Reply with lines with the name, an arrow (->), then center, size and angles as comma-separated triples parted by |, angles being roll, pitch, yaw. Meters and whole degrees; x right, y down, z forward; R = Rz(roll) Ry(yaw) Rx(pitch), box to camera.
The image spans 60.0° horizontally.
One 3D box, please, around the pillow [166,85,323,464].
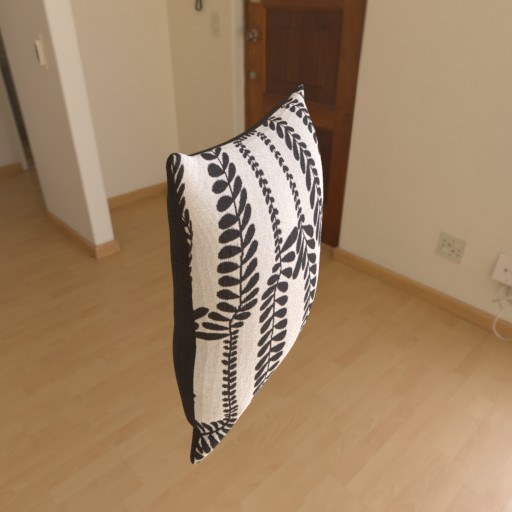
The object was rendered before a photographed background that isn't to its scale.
pillow -> 0.000, 0.000, 0.677 | 0.182, 0.441, 0.440 | 11, 33, 18
